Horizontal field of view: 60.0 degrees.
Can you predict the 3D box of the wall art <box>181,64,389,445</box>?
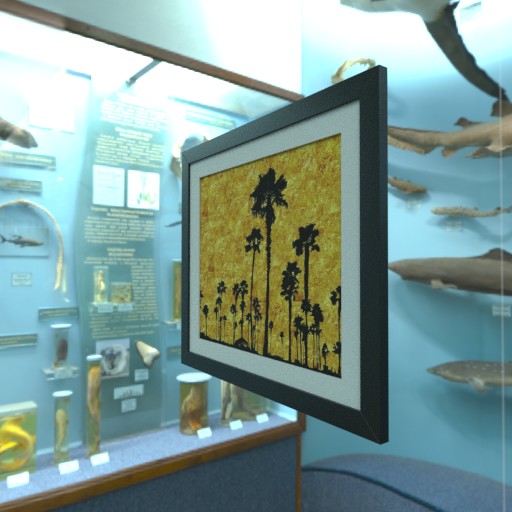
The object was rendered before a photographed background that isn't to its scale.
[{"bbox_3d":[0.000,0.000,0.543,0.012,0.332,0.383,1,-1,-36],"label":"wall art"}]
